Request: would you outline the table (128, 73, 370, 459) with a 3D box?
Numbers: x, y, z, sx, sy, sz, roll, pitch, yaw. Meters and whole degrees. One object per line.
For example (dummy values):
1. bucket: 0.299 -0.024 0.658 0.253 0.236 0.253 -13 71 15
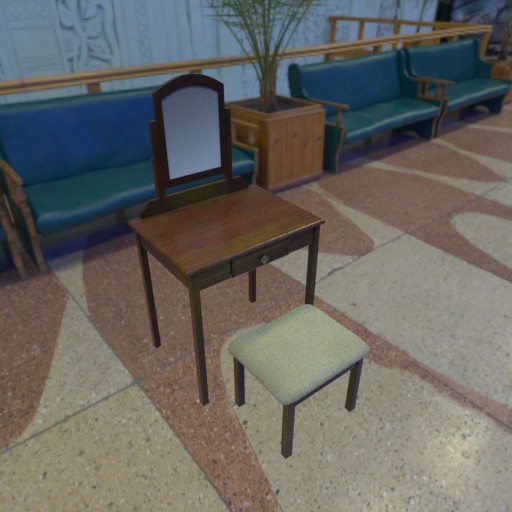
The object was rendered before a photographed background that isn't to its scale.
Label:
1. table: 0.000 0.000 2.311 0.876 1.631 1.211 -22 38 -31
